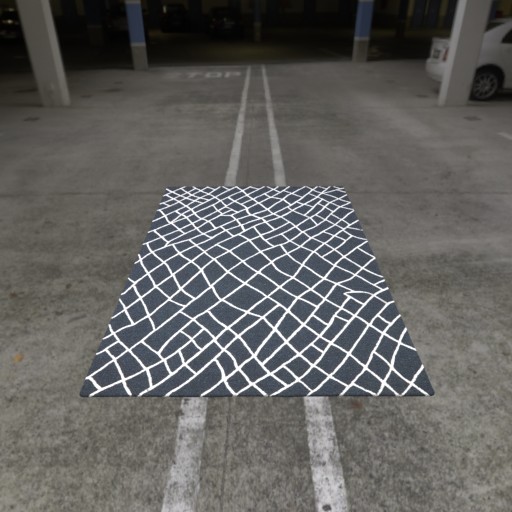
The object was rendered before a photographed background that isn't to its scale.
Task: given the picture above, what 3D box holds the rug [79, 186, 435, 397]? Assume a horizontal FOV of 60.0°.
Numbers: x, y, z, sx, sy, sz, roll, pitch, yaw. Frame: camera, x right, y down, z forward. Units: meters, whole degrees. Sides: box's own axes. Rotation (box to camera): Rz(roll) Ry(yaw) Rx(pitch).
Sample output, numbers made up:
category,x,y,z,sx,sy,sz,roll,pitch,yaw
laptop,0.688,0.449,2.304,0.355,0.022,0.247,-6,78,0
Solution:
category,x,y,z,sx,sy,sz,roll,pitch,yaw
rug,0.000,0.000,2.288,1.223,0.013,1.830,0,31,0
